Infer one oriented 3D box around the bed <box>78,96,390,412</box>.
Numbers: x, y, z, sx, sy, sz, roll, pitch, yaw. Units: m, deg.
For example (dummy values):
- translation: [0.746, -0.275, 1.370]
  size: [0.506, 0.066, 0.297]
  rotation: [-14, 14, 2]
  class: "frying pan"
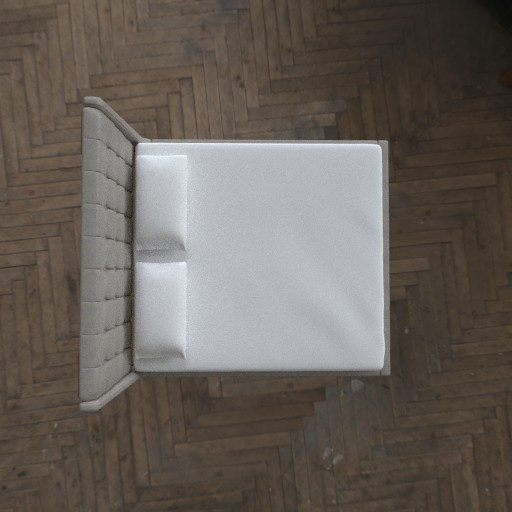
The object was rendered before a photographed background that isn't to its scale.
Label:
- translation: [0.000, 0.000, 3.531]
  size: [2.342, 1.289, 2.062]
  rotation: [0, 88, -1]
  class: "bed"
